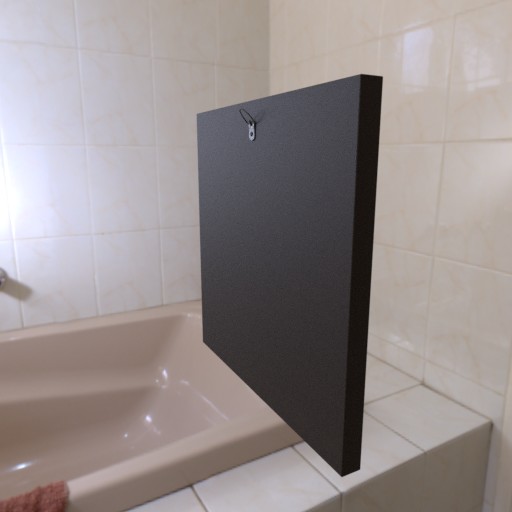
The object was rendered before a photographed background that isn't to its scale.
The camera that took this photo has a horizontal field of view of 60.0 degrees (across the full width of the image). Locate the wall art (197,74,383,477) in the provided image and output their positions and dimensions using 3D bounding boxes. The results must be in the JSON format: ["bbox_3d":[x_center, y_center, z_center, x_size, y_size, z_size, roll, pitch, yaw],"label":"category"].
[{"bbox_3d":[0.000,0.000,0.522,0.038,0.349,0.349,-7,14,-27],"label":"wall art"}]
